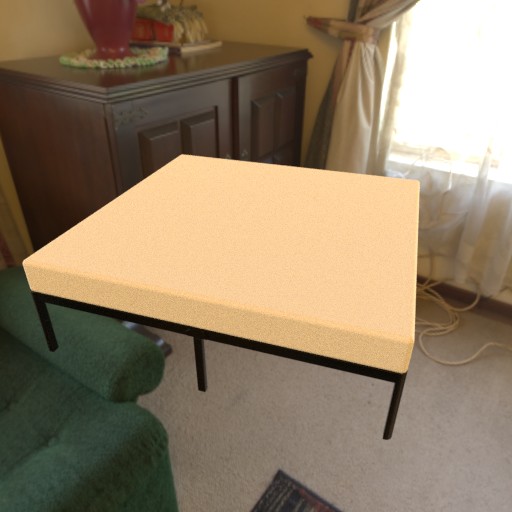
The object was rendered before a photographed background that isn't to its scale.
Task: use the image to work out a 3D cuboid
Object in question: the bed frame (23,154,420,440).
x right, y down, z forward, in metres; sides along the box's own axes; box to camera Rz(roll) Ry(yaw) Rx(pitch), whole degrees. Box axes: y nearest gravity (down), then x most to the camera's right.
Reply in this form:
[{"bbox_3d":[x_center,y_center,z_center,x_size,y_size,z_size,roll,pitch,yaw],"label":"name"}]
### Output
[{"bbox_3d":[0.000,0.000,3.104,2.079,0.659,1.963,10,32,16],"label":"bed frame"}]
